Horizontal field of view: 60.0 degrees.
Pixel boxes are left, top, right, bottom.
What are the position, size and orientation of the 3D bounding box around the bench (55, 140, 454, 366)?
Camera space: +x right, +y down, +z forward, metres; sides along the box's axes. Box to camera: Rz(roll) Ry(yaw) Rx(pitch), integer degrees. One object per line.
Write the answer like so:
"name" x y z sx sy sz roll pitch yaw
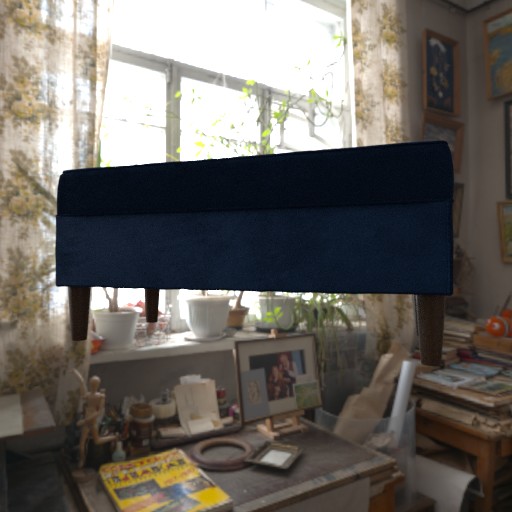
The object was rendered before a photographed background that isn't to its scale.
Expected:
"bench" 0.000 0.000 1.270 1.010 0.467 0.489 0 -1 18
